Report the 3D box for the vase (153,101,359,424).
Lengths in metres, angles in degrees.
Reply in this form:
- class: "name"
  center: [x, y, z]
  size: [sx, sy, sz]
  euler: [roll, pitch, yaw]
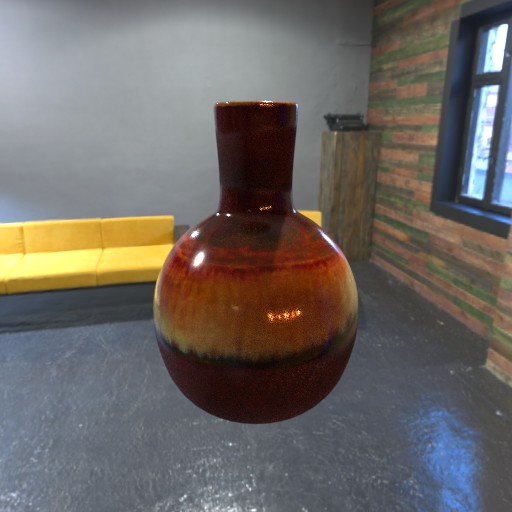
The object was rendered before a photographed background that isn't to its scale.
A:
- class: "vase"
  center: [0.000, 0.000, 0.237]
  size: [0.111, 0.154, 0.111]
  euler: [0, 16, 0]
